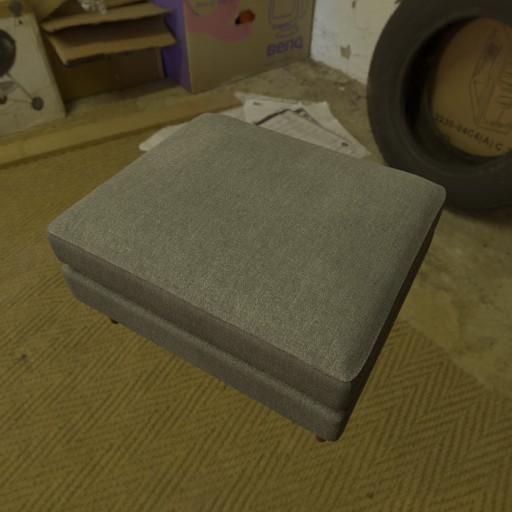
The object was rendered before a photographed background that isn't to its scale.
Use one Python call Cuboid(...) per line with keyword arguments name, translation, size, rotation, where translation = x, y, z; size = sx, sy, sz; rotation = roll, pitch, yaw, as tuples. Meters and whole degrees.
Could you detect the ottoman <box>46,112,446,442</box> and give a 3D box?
Cuboid(name="ottoman", translation=(0.000, 0.000, 1.257), size=(0.821, 0.474, 0.693), rotation=(23, 50, 21))
